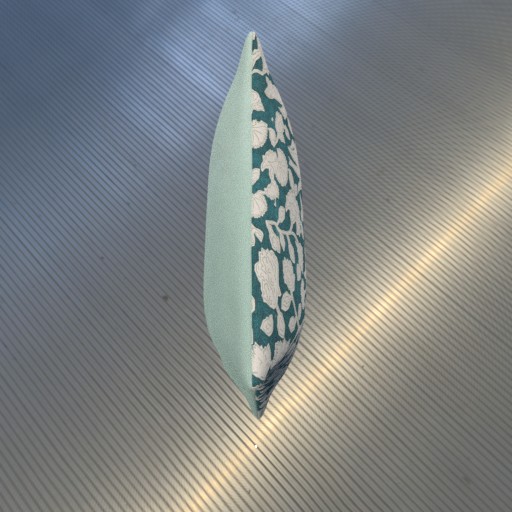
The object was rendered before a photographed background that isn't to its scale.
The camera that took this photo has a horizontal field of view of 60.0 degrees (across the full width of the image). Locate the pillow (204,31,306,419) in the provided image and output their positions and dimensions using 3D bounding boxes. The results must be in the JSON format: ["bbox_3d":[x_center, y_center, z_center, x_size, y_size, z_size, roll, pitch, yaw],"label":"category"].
[{"bbox_3d":[0.000,0.000,0.799,0.166,0.508,0.525,0,67,0],"label":"pillow"}]
